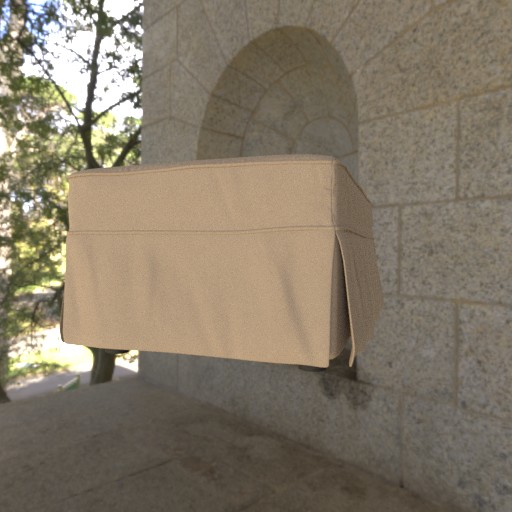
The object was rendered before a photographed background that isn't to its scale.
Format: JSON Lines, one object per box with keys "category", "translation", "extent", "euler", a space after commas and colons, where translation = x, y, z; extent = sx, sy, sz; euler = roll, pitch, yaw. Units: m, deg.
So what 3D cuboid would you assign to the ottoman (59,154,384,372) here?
{"category": "ottoman", "translation": [0.000, 0.000, 1.363], "extent": [0.721, 0.482, 0.959], "euler": [0, 1, 19]}
